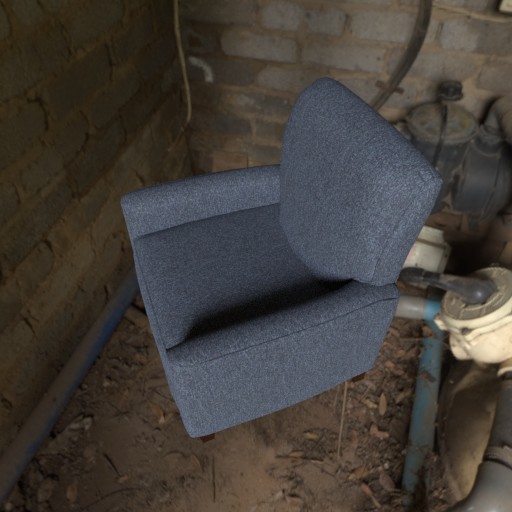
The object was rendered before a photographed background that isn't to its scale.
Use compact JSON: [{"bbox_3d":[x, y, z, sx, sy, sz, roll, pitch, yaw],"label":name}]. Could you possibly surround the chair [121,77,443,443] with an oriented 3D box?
[{"bbox_3d":[0.000,0.000,1.614,0.850,1.016,0.839,-16,49,-15],"label":"chair"}]
